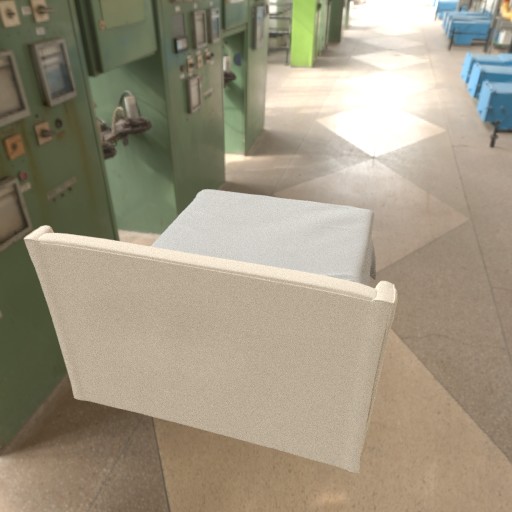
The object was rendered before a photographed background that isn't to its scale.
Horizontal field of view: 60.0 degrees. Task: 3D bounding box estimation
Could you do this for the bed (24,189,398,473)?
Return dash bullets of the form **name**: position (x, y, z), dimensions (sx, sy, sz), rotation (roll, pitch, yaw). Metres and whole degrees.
- **bed**: position (0.000, 0.000, 3.355), dimensions (1.925, 1.332, 2.276), rotation (9, 34, 14)
